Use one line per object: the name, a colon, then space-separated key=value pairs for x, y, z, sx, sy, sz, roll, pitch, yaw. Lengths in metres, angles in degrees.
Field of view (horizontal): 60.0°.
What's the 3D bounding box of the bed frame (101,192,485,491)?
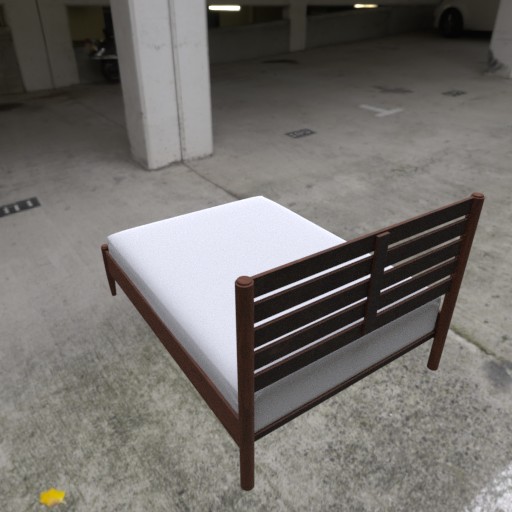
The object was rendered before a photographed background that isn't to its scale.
bed frame: x=0.000 y=0.000 z=3.229 sx=1.655 sy=1.321 sz=2.234 roll=-19 pitch=35 yaw=-29
